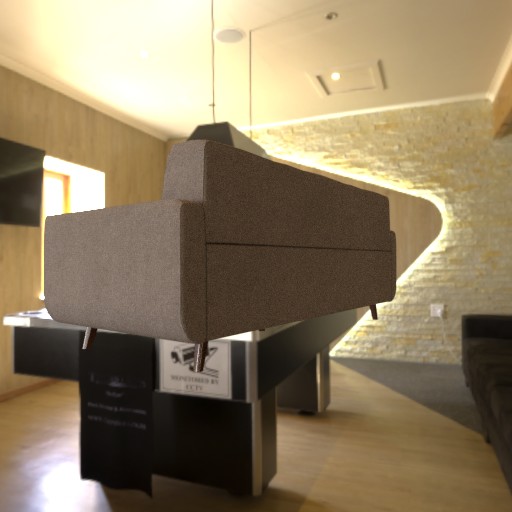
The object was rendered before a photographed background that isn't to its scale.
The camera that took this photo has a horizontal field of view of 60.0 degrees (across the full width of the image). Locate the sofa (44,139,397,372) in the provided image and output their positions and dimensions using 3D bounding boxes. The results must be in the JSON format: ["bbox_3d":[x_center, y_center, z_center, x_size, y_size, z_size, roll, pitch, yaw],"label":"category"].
[{"bbox_3d":[0.000,0.000,2.492,0.909,0.841,2.029,0,0,36],"label":"sofa"}]
